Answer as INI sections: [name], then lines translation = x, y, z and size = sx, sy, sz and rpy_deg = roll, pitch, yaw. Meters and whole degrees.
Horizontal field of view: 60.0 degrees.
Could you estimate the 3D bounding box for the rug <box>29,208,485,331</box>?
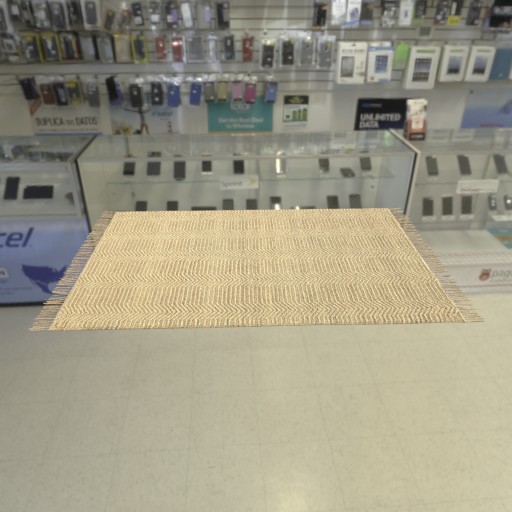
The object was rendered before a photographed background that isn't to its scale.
[rug]
translation = 0.000, 0.000, 3.073
size = 2.523, 0.034, 1.528
rpy_deg = -1, 30, -1
